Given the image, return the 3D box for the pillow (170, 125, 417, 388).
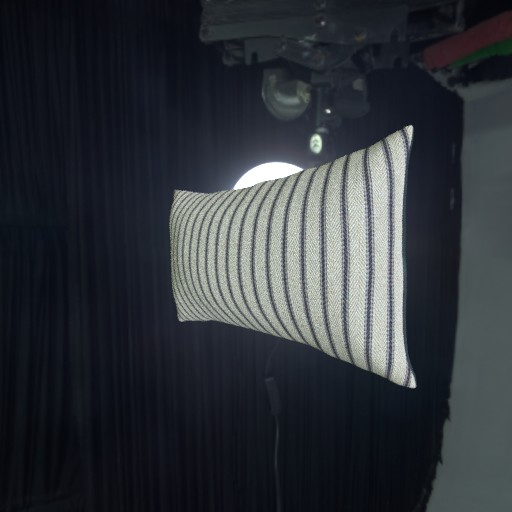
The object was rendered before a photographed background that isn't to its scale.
[{"bbox_3d":[0.000,0.000,0.747,0.151,0.305,0.609,-1,2,-36],"label":"pillow"}]
